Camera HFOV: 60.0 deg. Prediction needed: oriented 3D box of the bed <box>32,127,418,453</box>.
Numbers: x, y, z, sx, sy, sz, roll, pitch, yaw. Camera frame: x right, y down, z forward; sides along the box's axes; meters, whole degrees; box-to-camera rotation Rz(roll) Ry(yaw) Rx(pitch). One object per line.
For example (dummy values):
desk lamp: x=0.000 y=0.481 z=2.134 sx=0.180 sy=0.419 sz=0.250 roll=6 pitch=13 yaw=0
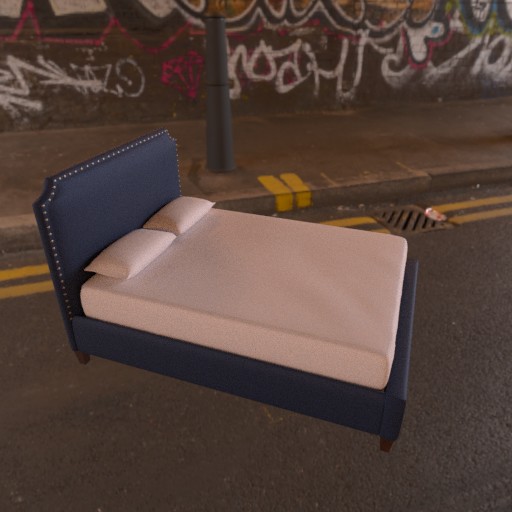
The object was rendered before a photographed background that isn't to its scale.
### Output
bed: x=0.000 y=0.000 z=3.344 sx=2.372 sy=1.443 sz=1.712 roll=10 pitch=31 yaw=17
